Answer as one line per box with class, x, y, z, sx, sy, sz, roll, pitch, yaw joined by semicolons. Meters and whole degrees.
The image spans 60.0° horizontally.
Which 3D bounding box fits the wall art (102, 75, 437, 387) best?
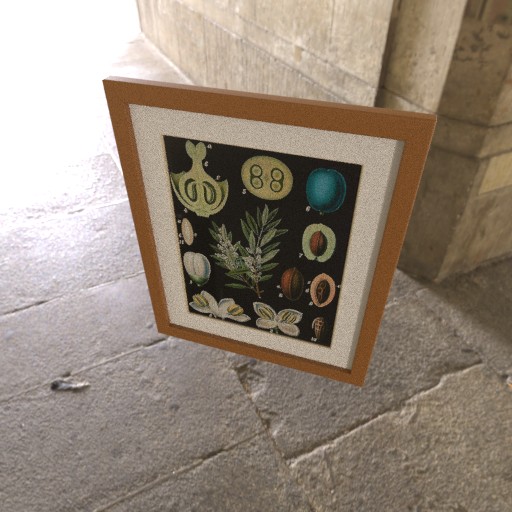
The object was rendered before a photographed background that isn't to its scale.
wall art;0.000;0.000;0.755;0.449;0.550;0.021;12;42;13
